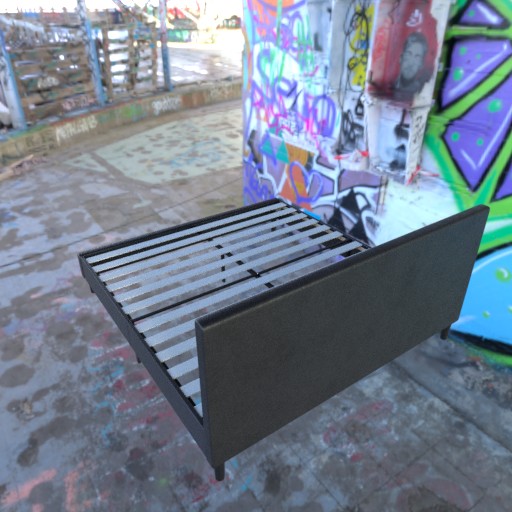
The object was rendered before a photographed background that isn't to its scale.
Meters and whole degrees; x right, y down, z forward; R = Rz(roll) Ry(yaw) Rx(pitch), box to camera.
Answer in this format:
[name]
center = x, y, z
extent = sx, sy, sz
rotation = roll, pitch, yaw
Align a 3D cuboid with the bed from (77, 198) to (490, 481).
[bed]
center = 0.000, 0.000, 3.235
extent = 2.018, 1.046, 2.152
rotation = -19, 35, -30
